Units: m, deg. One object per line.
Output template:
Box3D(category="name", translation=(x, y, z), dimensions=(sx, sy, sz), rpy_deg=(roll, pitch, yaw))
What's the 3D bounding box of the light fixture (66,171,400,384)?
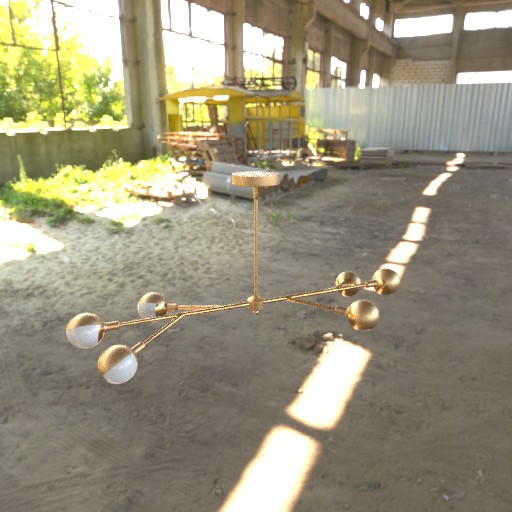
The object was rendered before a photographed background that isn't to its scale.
Box3D(category="light fixture", translation=(0.000, 0.000, 0.986), dimensions=(0.778, 0.362, 0.434), rpy_deg=(-2, 17, -7))
